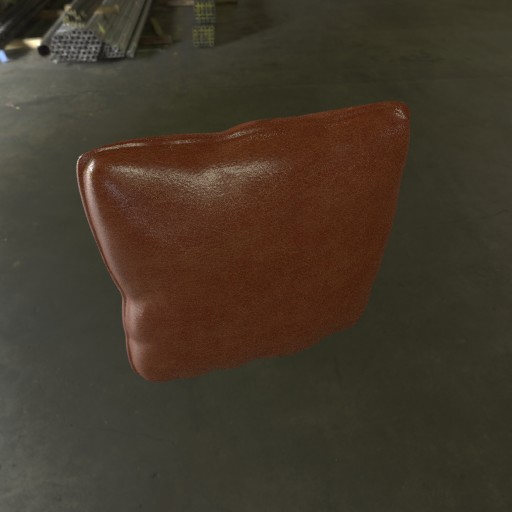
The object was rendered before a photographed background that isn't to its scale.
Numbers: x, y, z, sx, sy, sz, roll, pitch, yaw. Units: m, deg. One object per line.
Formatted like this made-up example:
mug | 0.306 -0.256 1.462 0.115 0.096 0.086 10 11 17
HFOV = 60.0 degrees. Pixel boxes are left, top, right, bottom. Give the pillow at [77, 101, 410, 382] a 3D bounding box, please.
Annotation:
pillow | 0.000 0.000 0.814 0.532 0.523 0.236 -13 43 -15
